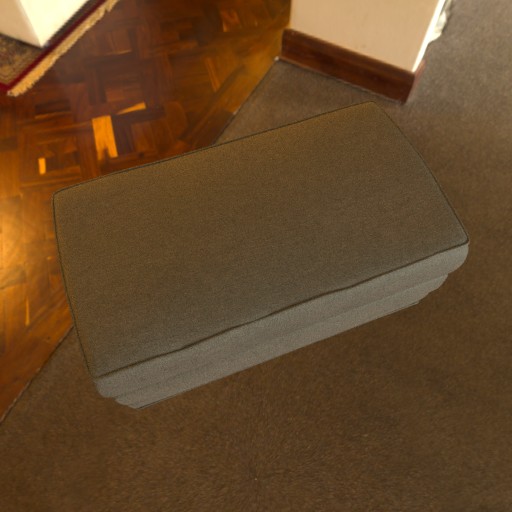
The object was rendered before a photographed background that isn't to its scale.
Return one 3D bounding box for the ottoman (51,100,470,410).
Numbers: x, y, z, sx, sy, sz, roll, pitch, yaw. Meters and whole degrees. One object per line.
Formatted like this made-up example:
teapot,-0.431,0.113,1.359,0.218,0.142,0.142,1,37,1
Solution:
ottoman,0.000,0.000,1.147,0.864,0.448,0.490,-19,65,-9
